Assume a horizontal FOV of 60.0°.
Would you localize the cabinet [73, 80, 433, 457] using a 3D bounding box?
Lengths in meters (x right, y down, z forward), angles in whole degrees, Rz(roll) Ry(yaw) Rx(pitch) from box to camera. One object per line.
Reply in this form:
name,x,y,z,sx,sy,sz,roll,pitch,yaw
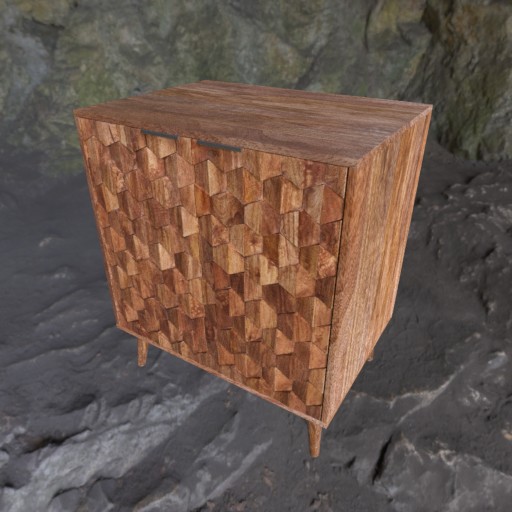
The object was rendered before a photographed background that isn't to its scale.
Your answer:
cabinet,0.000,0.000,1.166,0.647,0.758,0.473,18,35,27
